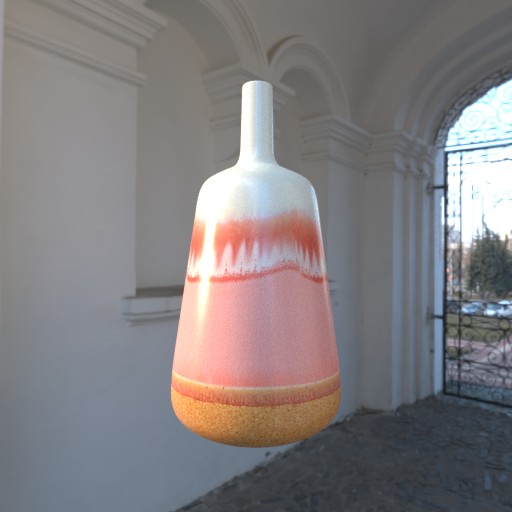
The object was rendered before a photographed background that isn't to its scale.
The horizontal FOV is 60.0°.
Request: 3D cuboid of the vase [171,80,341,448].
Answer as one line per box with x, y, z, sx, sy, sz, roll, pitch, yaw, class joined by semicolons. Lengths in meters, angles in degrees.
0.000;0.000;0.385;0.144;0.296;0.144;0;-1;0;vase
